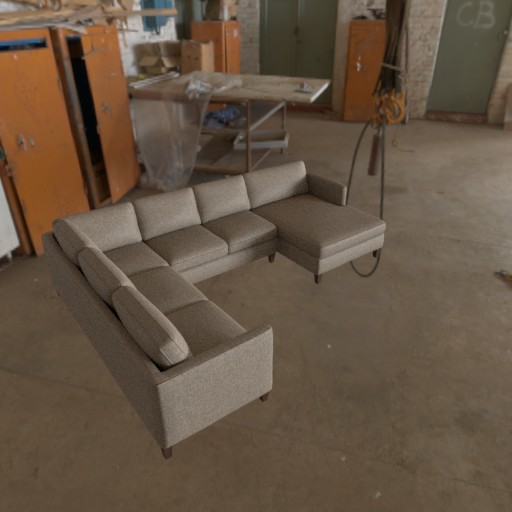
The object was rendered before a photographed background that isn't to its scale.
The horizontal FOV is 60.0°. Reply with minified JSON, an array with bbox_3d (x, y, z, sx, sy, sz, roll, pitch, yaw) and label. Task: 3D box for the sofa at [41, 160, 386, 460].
[{"bbox_3d":[0.000,0.000,4.436,3.403,0.889,2.551,-20,35,-32],"label":"sofa"}]
